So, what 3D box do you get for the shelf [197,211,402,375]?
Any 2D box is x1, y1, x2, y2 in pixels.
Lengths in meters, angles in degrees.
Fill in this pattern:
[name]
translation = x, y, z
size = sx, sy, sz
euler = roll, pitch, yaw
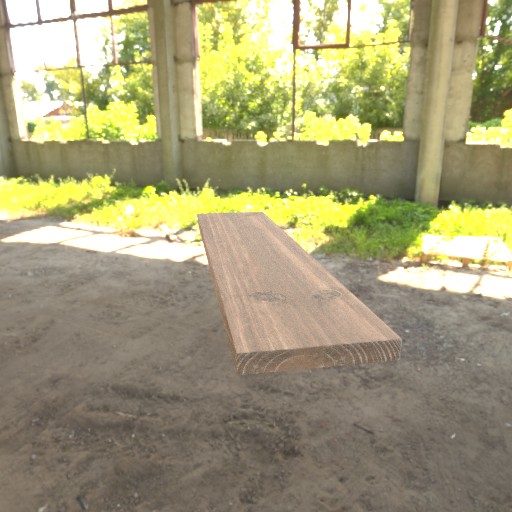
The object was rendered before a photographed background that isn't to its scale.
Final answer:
[shelf]
translation = 0.000, 0.000, 0.650
size = 0.140, 0.020, 0.610
euler = -3, 16, -10
